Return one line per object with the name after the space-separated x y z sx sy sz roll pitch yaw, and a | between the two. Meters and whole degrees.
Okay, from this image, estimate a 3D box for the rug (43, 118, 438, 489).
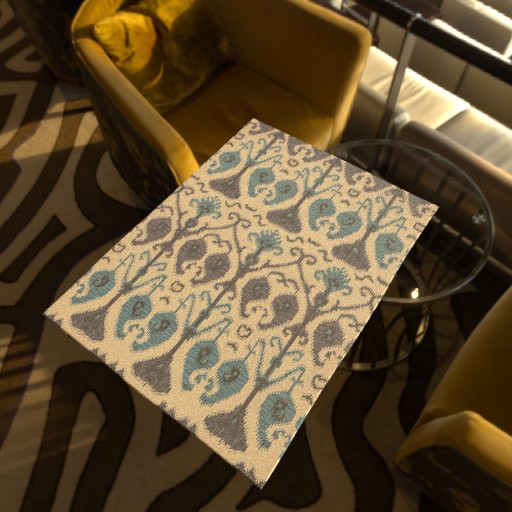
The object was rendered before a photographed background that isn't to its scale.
0.000 0.000 2.997 1.676 0.013 2.261 31 62 19 | rug
